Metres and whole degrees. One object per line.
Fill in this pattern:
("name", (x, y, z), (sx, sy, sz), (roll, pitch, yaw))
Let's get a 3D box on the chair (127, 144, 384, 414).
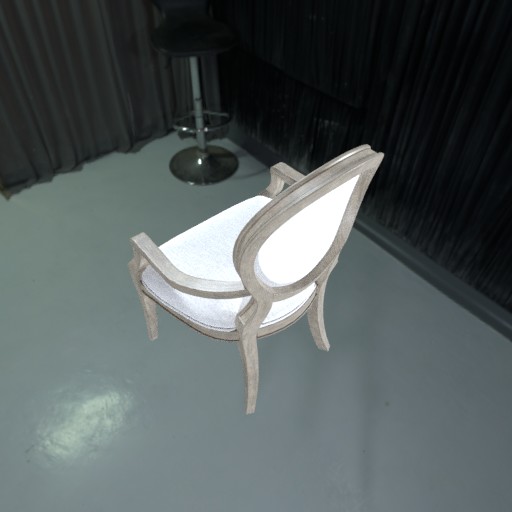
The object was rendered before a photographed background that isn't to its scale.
("chair", (0.000, 0.000, 1.386), (0.611, 0.991, 0.602), (-32, 54, -27))
